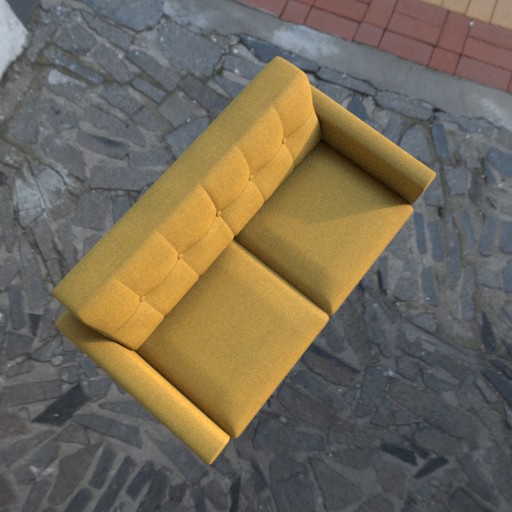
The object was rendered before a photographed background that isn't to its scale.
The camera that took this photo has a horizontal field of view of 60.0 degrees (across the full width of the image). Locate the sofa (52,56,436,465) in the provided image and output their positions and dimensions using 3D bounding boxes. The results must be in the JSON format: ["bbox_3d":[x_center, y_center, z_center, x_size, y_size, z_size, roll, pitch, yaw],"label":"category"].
[{"bbox_3d":[0.000,0.000,2.112,0.909,0.841,1.631,39,78,9],"label":"sofa"}]
